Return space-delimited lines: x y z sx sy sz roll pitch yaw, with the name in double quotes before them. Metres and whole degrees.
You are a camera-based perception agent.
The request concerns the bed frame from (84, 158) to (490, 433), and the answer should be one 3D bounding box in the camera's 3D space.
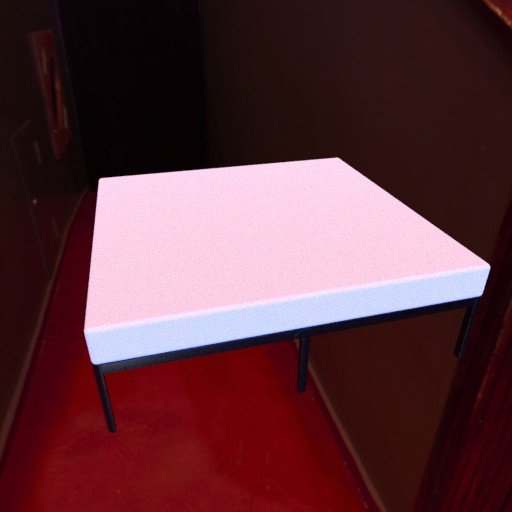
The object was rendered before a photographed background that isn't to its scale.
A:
"bed frame" 0.000 0.000 3.091 2.079 0.659 1.963 -8 31 -13
